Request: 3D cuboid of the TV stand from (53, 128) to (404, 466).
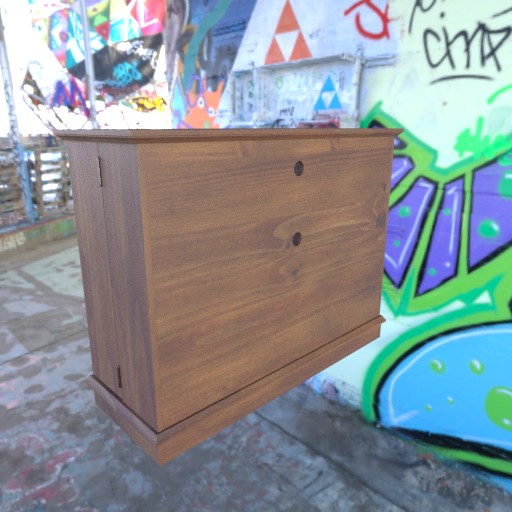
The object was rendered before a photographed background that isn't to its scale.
[{"bbox_3d":[0.000,0.000,1.473,1.067,0.813,0.406,-15,22,-42],"label":"TV stand"}]
